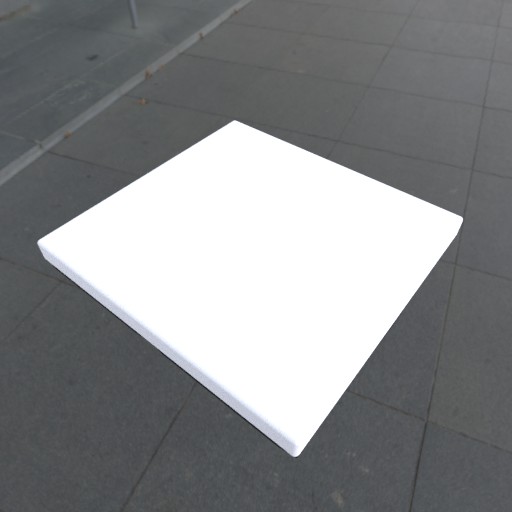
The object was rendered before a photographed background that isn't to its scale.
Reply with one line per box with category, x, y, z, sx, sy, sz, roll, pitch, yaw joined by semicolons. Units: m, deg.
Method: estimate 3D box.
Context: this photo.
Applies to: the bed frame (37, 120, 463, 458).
bed frame;0.000;0.000;3.070;2.033;0.525;1.935;30;54;26
